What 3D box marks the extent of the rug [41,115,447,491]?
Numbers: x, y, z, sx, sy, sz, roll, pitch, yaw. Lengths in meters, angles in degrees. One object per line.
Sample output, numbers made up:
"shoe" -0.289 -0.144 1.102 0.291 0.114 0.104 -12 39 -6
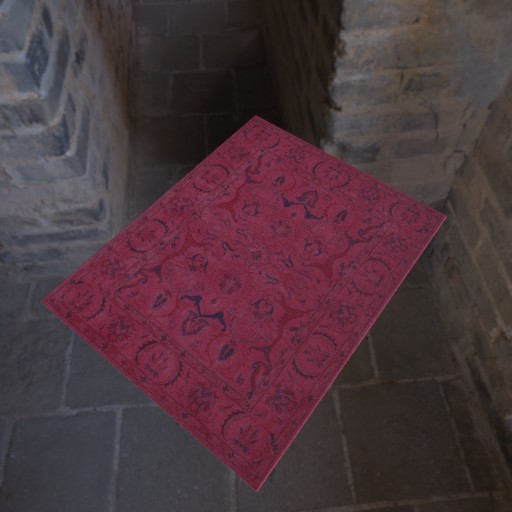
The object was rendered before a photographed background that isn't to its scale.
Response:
"rug" 0.000 0.000 3.951 2.300 0.012 2.929 33 63 19
